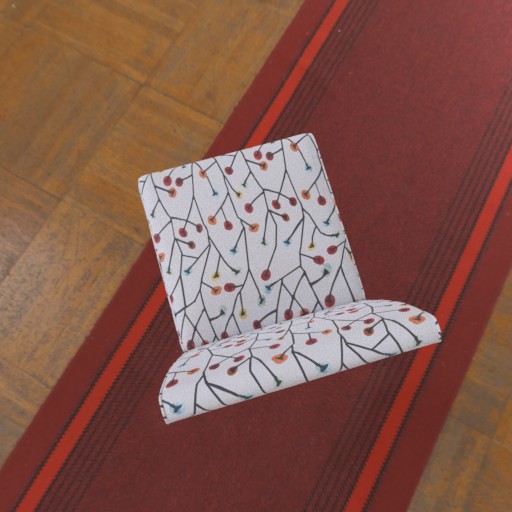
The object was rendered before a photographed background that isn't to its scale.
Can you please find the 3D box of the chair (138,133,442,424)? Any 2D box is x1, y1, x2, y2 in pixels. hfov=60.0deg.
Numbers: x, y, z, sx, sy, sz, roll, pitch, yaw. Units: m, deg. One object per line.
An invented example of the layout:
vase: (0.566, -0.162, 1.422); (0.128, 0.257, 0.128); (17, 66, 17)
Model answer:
chair: (0.000, 0.000, 1.325); (0.597, 0.813, 0.732); (-16, 76, -4)
